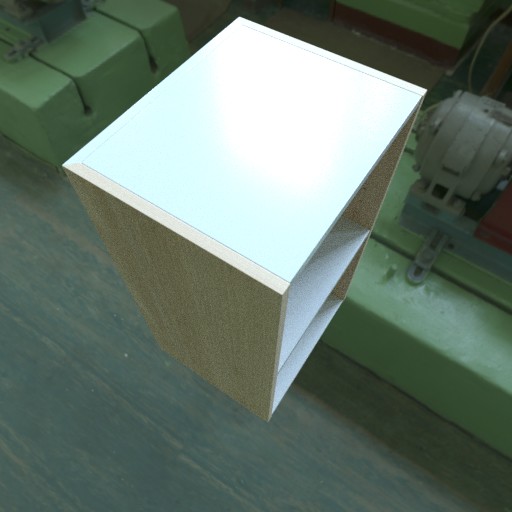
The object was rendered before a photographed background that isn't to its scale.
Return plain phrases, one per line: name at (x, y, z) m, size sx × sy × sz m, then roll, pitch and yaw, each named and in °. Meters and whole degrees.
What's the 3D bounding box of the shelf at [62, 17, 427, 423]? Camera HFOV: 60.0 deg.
shelf at (0.000, 0.000, 0.784) m, size 0.290 × 0.600 × 0.350 m, roll 30°, pitch 63°, yaw 17°
